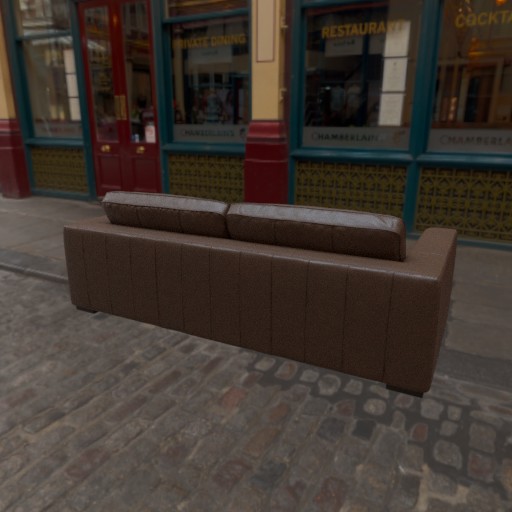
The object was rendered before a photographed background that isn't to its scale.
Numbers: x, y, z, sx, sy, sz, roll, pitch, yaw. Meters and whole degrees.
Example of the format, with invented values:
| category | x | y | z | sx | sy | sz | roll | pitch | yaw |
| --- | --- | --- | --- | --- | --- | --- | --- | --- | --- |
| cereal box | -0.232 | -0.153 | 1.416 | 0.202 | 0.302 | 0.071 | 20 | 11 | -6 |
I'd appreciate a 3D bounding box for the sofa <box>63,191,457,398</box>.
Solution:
| category | x | y | z | sx | sy | sz | roll | pitch | yaw |
| --- | --- | --- | --- | --- | --- | --- | --- | --- | --- |
| sofa | 0.000 | 0.000 | 2.802 | 2.262 | 0.801 | 1.070 | 8 | 18 | 26 |
